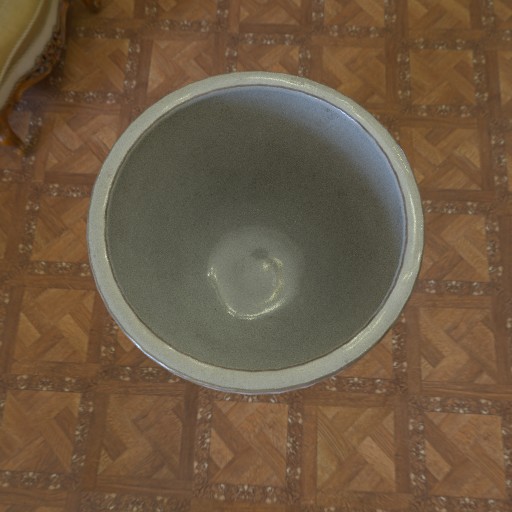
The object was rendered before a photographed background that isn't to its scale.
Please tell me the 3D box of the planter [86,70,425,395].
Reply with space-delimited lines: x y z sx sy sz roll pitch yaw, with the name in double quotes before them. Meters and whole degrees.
"planter" 0.000 0.000 0.241 0.139 0.130 0.139 0 75 0
